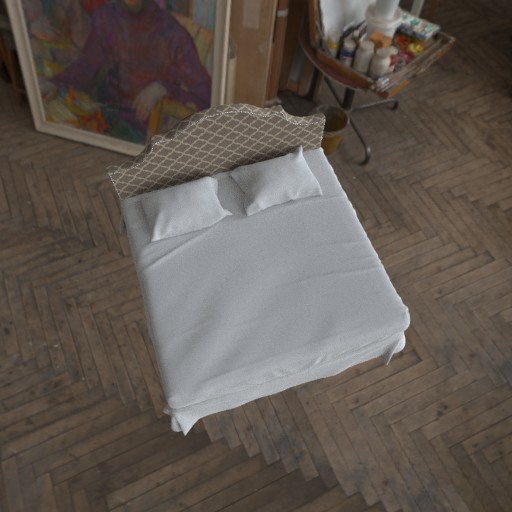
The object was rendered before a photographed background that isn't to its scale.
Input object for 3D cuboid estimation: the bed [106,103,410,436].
[{"bbox_3d":[0.000,0.000,3.794,2.314,1.601,2.222,-16,63,-8],"label":"bed"}]
